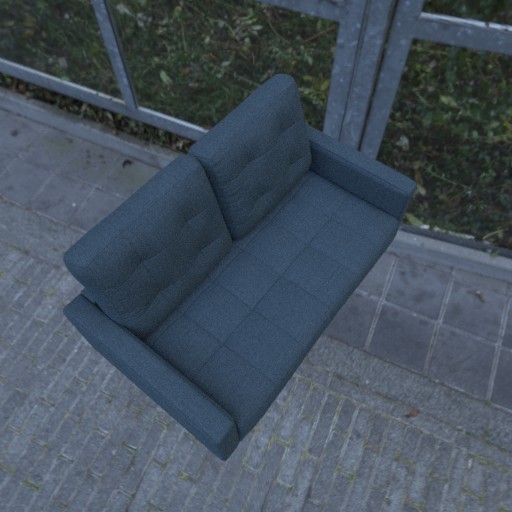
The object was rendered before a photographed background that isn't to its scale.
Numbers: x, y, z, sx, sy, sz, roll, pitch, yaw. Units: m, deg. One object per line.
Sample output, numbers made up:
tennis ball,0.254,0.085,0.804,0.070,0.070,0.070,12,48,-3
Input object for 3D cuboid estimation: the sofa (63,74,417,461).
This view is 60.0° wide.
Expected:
sofa,0.000,0.000,1.930,0.842,0.907,1.407,34,64,19
